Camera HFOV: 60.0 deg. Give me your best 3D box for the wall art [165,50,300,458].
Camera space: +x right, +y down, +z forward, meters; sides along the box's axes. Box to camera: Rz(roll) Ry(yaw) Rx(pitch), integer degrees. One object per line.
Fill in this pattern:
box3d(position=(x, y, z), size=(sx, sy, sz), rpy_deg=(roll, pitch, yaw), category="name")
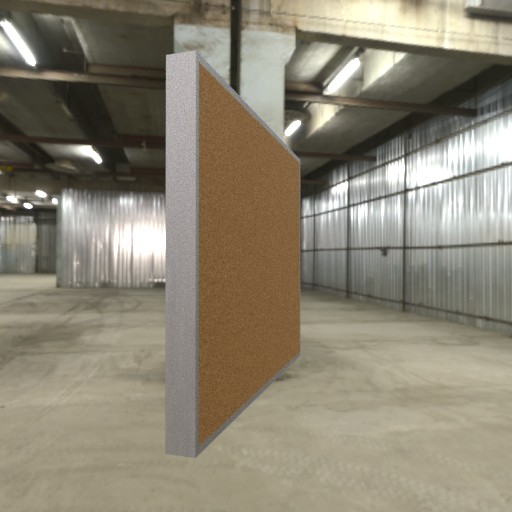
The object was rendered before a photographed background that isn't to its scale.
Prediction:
box3d(position=(0.000, 0.000, 0.760), size=(0.037, 0.450, 0.557), rpy_deg=(0, -1, 18), category="wall art")
